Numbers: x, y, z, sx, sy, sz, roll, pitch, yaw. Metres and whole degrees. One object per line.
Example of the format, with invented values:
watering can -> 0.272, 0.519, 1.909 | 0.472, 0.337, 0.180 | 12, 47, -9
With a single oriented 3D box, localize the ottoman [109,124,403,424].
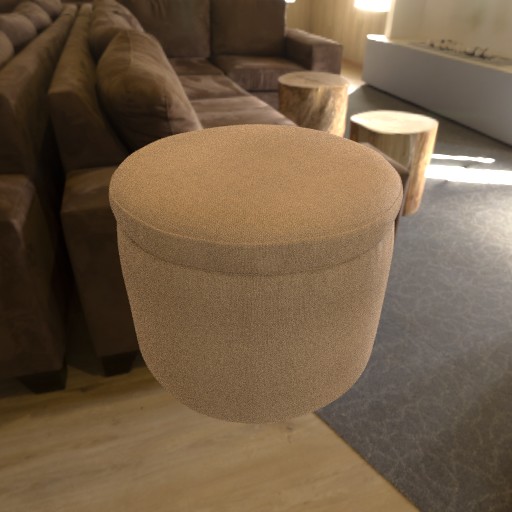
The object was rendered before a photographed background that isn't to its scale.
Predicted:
ottoman -> 0.000, 0.000, 0.861 | 0.497, 0.409, 0.497 | 0, 33, 0
